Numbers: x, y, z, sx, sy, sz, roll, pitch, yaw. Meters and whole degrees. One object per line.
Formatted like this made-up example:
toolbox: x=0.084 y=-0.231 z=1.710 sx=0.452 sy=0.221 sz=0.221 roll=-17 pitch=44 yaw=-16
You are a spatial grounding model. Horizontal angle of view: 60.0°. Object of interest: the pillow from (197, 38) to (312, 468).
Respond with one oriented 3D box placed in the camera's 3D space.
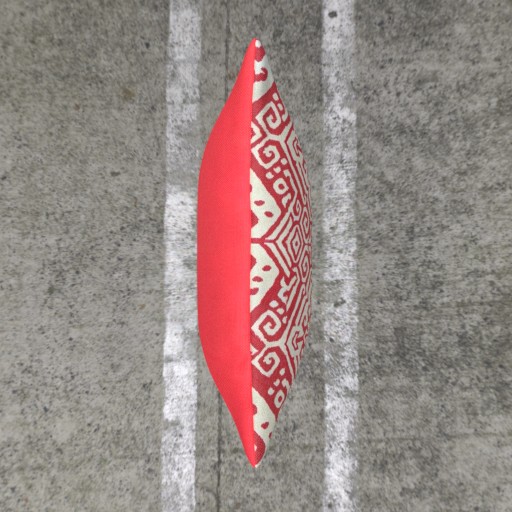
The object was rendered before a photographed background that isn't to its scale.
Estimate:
pillow: x=0.000 y=0.000 z=0.783 sx=0.192 sy=0.507 sz=0.522 roll=0 pitch=90 yaw=1
